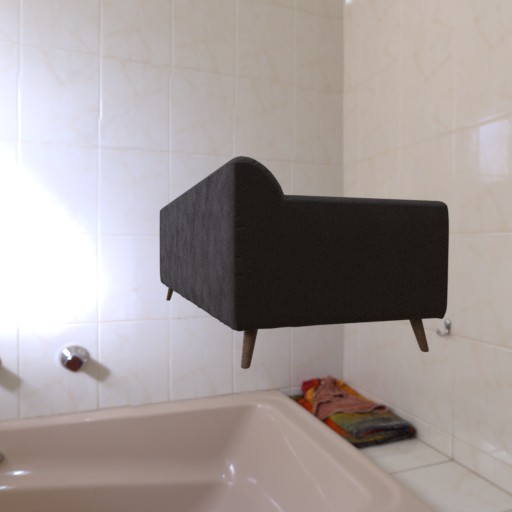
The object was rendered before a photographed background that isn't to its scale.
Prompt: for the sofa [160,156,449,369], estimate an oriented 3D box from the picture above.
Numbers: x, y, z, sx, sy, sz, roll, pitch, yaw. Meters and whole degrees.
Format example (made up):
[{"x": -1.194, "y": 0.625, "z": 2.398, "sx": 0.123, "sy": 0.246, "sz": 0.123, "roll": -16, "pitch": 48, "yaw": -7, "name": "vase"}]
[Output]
[{"x": 0.000, "y": 0.000, "z": 2.642, "sx": 0.900, "sy": 0.740, "sz": 2.190, "roll": 0, "pitch": 1, "yaw": -19, "name": "sofa"}]
